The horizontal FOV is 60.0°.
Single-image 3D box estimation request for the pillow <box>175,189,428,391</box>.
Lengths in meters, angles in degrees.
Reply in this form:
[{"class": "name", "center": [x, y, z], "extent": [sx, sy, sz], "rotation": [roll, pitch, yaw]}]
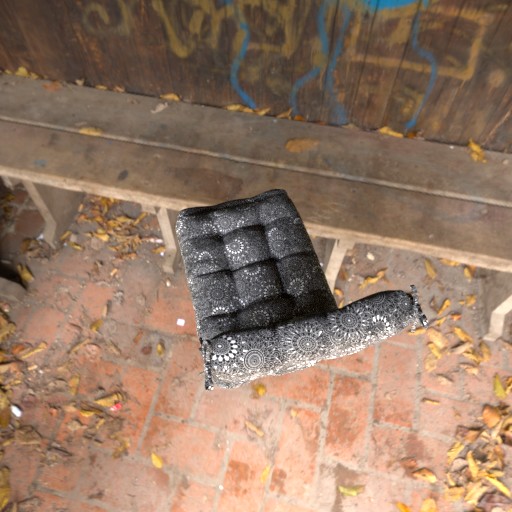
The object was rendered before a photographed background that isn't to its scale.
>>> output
[{"class": "pillow", "center": [0.000, 0.000, 1.517], "extent": [0.526, 0.863, 1.016], "rotation": [-13, 60, -8]}]
